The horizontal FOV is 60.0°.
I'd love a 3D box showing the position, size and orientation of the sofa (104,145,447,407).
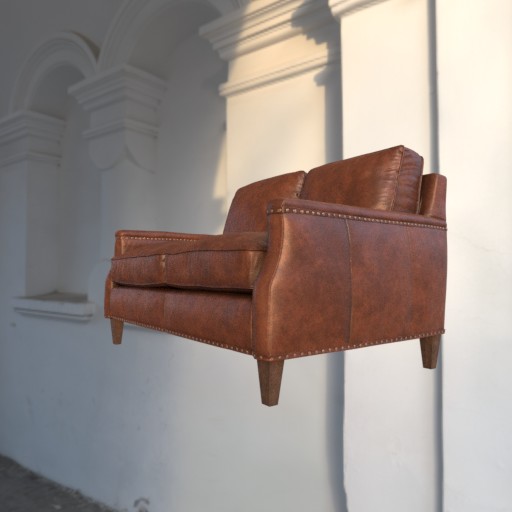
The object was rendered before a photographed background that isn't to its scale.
[{"bbox_3d":[0.000,0.000,2.292,1.083,1.003,1.628,1,-2,-36],"label":"sofa"}]
